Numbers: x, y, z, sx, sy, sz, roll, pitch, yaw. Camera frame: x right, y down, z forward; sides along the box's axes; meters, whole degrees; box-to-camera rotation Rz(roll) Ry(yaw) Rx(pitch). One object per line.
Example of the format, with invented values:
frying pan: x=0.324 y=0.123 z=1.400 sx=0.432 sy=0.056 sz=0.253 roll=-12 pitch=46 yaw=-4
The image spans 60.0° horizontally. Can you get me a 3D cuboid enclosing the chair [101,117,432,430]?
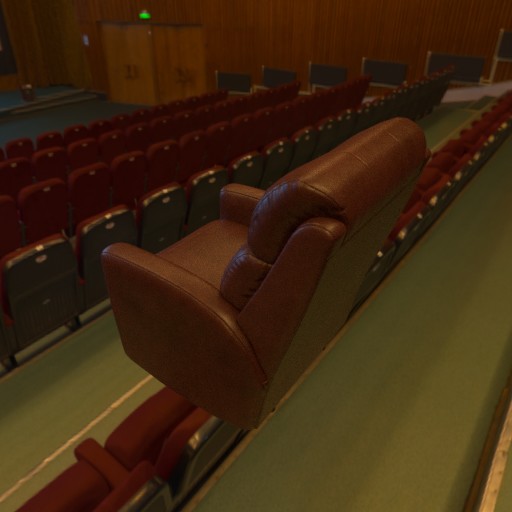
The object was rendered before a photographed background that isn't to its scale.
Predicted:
chair: x=0.000 y=0.000 z=1.664 sx=0.939 sy=1.016 sz=0.787 roll=21 pitch=38 yaw=29
